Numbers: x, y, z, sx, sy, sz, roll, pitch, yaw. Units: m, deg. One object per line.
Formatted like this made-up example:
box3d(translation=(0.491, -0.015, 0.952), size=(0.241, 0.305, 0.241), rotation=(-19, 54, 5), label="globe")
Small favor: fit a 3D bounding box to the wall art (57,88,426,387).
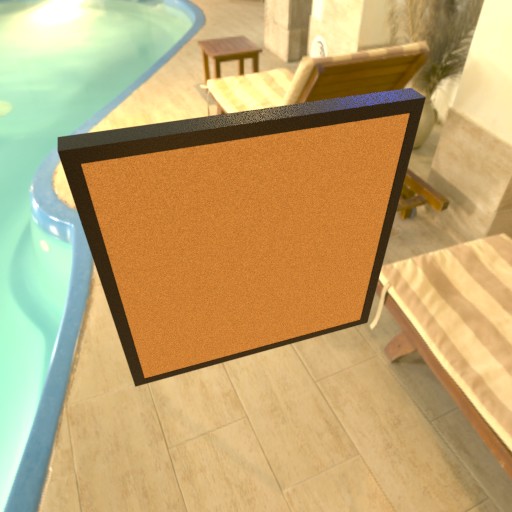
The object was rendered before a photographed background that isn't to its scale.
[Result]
box3d(translation=(0.000, 0.000, 0.764), size=(0.506, 0.506, 0.038), rotation=(-12, 43, -14), label="wall art")
